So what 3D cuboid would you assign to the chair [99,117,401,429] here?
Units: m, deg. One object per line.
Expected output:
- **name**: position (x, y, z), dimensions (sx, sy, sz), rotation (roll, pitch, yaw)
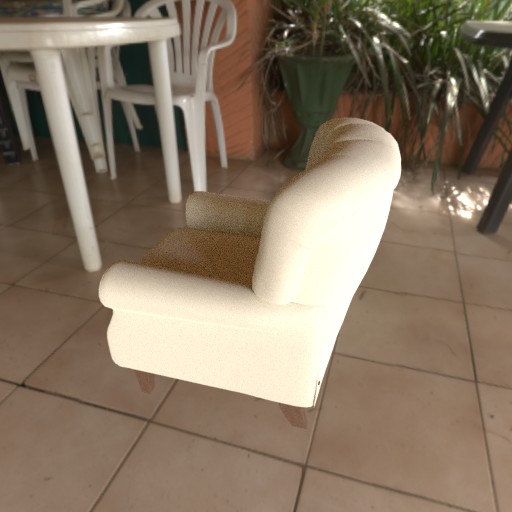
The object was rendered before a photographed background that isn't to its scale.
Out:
- **chair**: position (0.000, 0.000, 2.034), dimensions (1.132, 1.169, 1.035), rotation (8, 31, 14)
